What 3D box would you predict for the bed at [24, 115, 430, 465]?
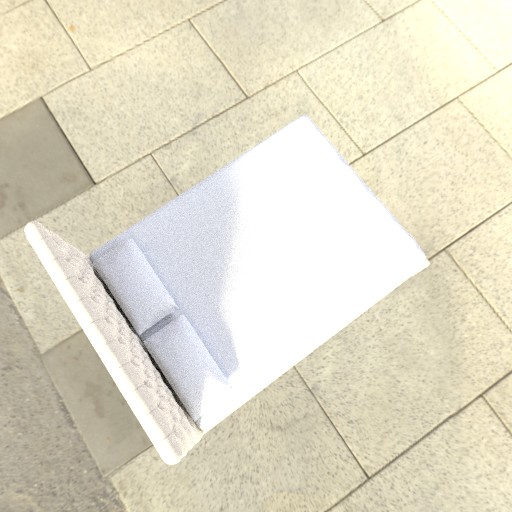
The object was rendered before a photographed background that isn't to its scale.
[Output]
[{"bbox_3d":[0.000,0.000,3.405,2.387,1.427,1.698,-35,78,-9],"label":"bed"}]
